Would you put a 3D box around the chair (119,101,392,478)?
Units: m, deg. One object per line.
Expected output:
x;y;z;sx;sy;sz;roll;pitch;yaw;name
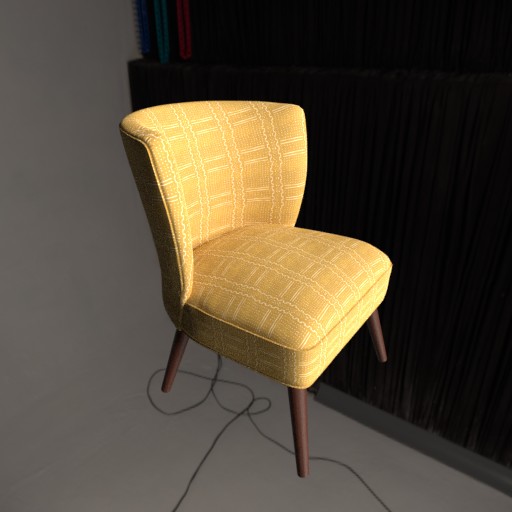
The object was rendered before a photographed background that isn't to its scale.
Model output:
0.000;0.000;1.404;0.758;0.866;0.706;17;31;31;chair
